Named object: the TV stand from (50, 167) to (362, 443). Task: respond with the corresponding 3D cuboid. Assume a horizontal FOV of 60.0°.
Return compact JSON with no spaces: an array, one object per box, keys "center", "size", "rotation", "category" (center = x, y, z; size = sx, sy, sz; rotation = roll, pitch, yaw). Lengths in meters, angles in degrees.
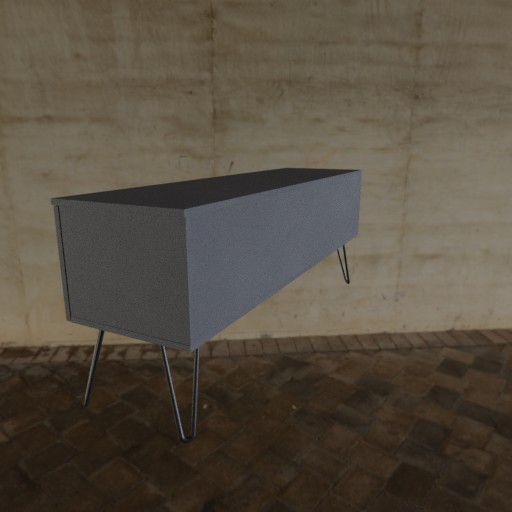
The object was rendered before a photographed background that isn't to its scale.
[{"center":[0.000,0.000,1.637],"size":[0.400,0.560,1.400],"rotation":[7,16,26],"category":"TV stand"}]
